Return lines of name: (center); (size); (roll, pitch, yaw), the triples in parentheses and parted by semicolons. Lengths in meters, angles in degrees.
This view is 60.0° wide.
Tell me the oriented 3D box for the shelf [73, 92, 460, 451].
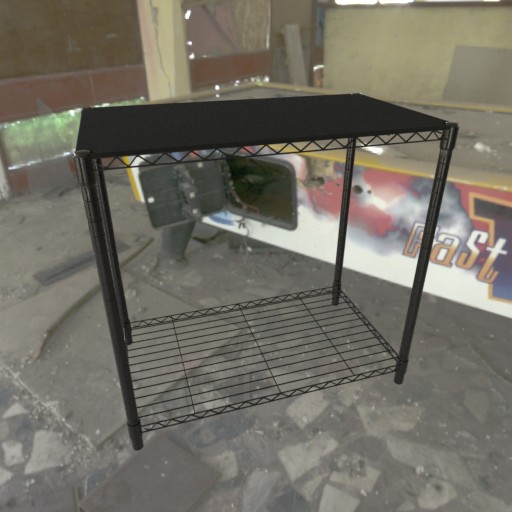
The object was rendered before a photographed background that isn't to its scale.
shelf: (0.000, 0.000, 0.907); (0.589, 0.564, 0.338); (-9, 30, -15)
